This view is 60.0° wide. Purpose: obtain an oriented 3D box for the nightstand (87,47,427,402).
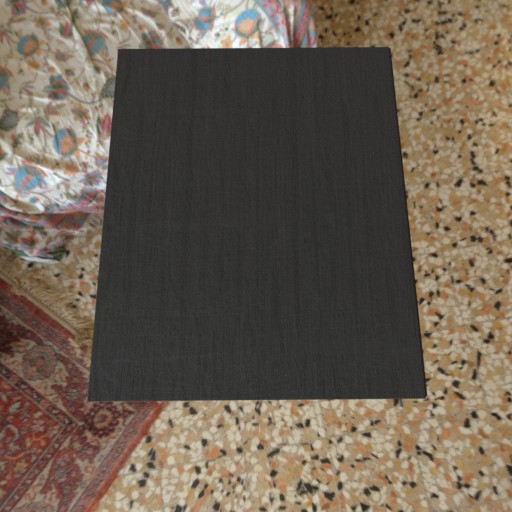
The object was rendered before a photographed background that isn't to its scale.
[{"bbox_3d":[0.000,0.000,0.722,0.347,0.448,0.427,0,75,0],"label":"nightstand"}]
